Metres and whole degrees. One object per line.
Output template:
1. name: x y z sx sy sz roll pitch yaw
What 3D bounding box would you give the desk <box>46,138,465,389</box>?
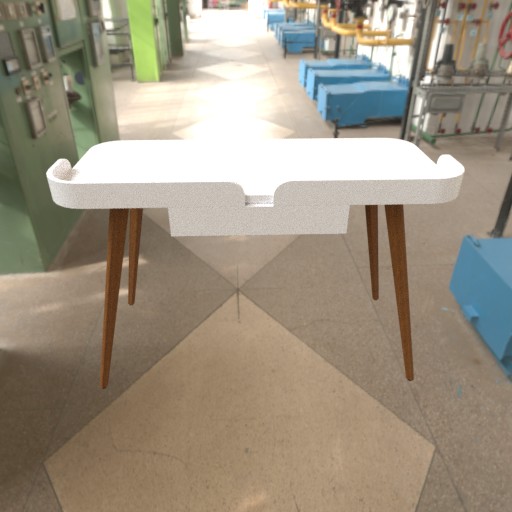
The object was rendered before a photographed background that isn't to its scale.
1. desk: 0.000 0.000 1.638 1.206 0.807 0.534 -1 32 -2
